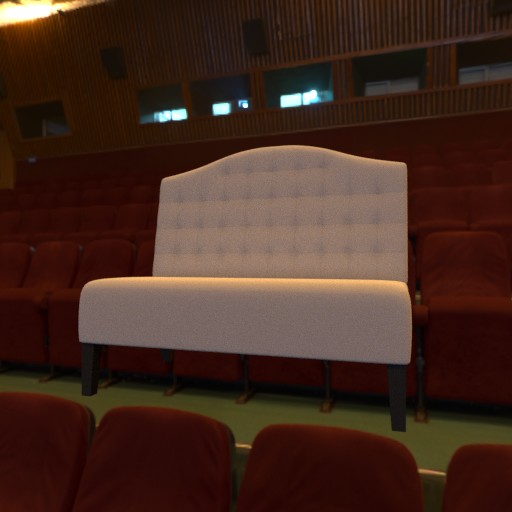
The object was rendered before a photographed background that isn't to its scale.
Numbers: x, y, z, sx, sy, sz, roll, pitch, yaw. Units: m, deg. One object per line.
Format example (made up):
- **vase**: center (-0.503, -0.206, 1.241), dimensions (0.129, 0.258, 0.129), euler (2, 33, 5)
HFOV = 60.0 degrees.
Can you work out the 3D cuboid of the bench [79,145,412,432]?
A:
- **bench**: center (0.000, 0.000, 2.040), dimensions (1.335, 1.180, 0.815), euler (0, -1, 18)
